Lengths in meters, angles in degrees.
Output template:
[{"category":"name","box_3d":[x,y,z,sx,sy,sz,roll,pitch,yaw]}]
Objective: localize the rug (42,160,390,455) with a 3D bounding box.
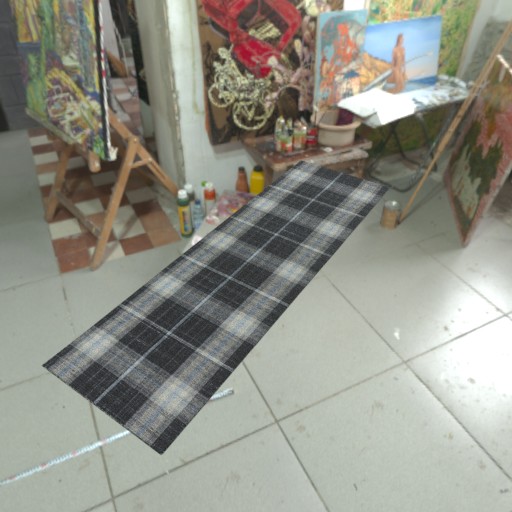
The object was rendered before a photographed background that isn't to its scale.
[{"category":"rug","box_3d":[0.000,0.000,2.669,0.760,0.012,2.434,23,45,26]}]
